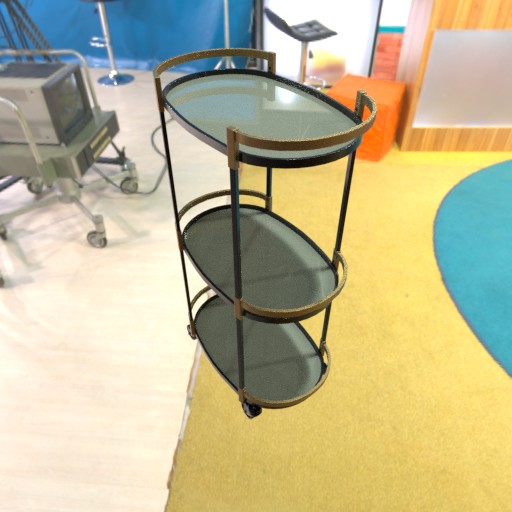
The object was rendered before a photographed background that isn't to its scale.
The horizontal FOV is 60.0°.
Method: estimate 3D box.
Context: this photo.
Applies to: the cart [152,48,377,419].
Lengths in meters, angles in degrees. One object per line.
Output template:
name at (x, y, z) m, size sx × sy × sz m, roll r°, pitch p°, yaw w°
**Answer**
cart at (0.000, 0.000, 1.150) m, size 0.311 × 0.885 × 0.515 m, roll -24°, pitch 46°, yaw -25°
